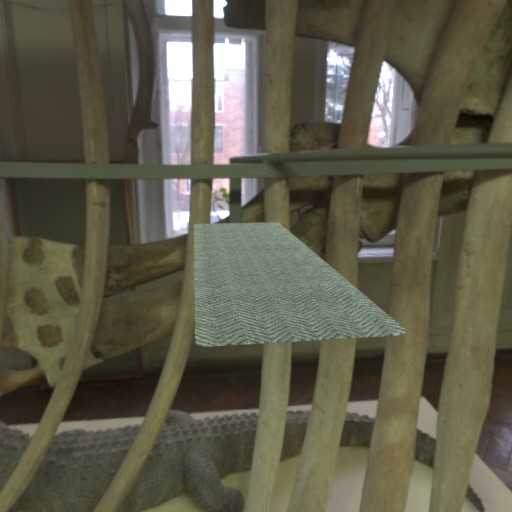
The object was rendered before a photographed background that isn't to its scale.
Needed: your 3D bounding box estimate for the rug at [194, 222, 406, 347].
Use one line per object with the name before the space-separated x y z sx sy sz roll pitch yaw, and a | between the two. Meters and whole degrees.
rug | 0.000 0.000 2.486 0.686 0.008 2.286 -2 14 -8
